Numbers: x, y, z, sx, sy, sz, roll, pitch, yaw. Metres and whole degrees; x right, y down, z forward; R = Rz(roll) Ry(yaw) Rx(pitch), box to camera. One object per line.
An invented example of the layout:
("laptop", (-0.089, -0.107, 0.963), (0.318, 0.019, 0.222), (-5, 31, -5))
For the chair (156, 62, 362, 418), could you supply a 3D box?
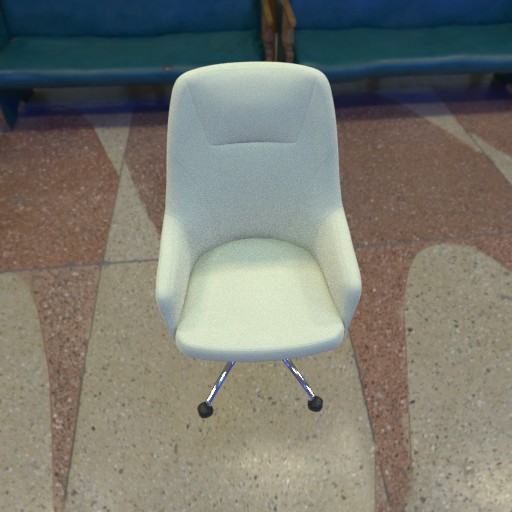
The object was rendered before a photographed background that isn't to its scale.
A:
("chair", (0.000, 0.000, 1.460), (0.620, 1.049, 0.640), (-2, 47, -2))
